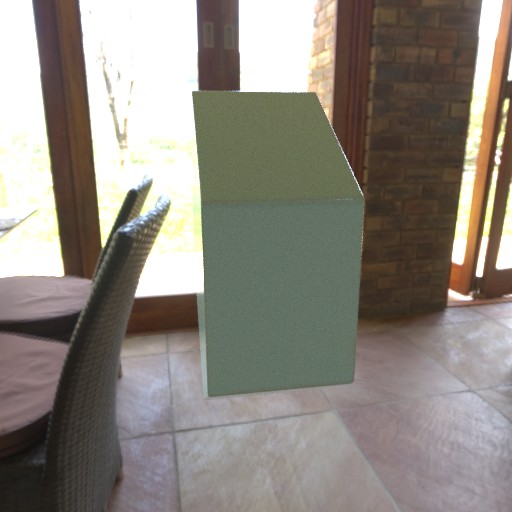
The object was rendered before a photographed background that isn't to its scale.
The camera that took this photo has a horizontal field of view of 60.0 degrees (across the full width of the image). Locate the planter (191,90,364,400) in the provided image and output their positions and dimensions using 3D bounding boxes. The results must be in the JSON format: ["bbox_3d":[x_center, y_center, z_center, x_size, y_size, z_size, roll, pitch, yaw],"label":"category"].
[{"bbox_3d":[0.000,0.000,0.295,0.078,0.207,0.169,-2,15,-9],"label":"planter"}]
